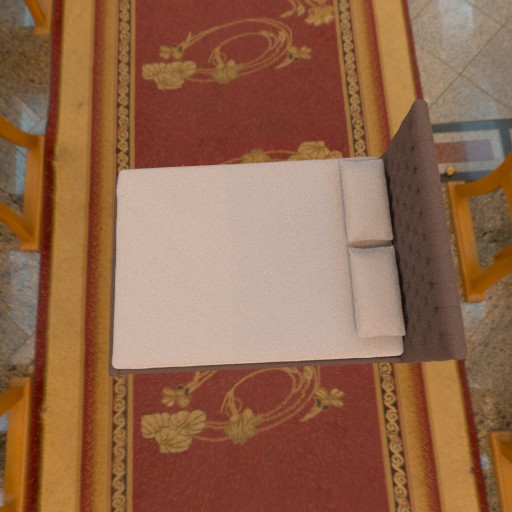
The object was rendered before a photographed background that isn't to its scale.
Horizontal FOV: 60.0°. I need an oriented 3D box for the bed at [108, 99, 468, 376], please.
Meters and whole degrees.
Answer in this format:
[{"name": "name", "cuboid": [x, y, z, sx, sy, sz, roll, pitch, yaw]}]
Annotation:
[{"name": "bed", "cuboid": [0.000, 0.000, 3.388, 2.387, 1.427, 1.698, -3, 76, -1]}]
